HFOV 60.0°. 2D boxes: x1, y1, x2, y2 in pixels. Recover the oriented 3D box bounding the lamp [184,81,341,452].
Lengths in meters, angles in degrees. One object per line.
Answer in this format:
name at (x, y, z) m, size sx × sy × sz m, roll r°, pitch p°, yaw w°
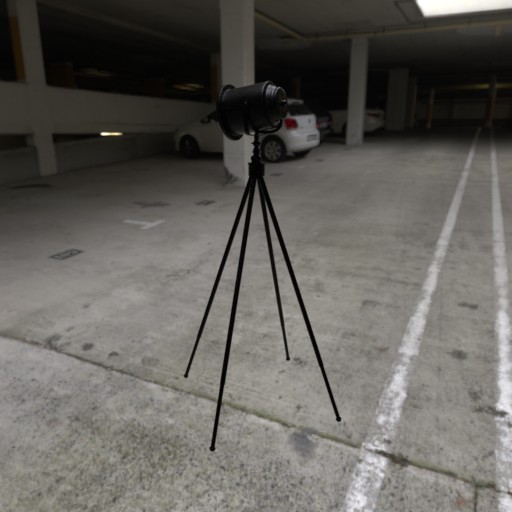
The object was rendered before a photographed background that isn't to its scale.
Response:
lamp at (0.000, 0.000, 2.048) m, size 0.884 × 1.504 × 0.879 m, roll 8°, pitch 18°, yaw 25°
